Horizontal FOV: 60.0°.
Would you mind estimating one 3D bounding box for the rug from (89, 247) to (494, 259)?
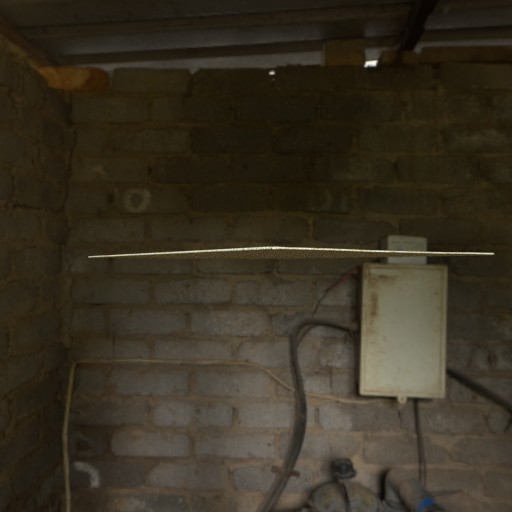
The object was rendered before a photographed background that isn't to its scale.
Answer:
[{"bbox_3d":[0.000,0.000,2.180,1.143,0.010,1.758,1,-1,-36],"label":"rug"}]
